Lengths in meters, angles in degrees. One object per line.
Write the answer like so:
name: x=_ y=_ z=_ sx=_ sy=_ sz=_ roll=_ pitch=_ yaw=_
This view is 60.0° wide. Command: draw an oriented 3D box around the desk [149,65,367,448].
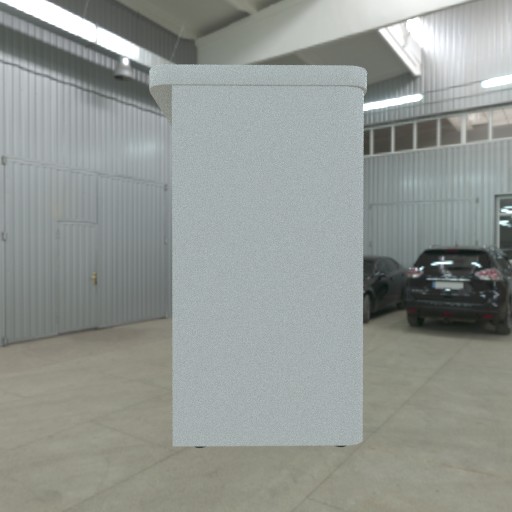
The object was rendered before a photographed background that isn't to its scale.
desk: x=0.000 y=0.000 z=1.270 sx=0.446 sy=0.760 sz=0.790 roll=0 pitch=1 yaw=-1
